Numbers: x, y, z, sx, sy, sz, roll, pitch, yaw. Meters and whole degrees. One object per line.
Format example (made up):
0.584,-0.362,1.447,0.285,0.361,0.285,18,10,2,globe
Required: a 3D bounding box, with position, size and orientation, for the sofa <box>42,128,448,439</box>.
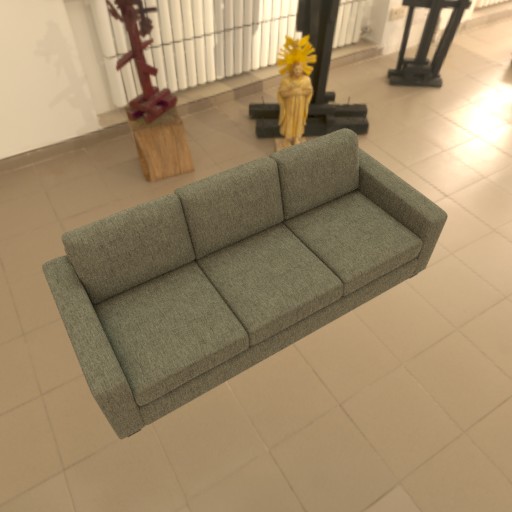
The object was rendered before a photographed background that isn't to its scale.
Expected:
0.000,0.000,2.599,2.160,0.800,0.900,-25,52,-21,sofa
